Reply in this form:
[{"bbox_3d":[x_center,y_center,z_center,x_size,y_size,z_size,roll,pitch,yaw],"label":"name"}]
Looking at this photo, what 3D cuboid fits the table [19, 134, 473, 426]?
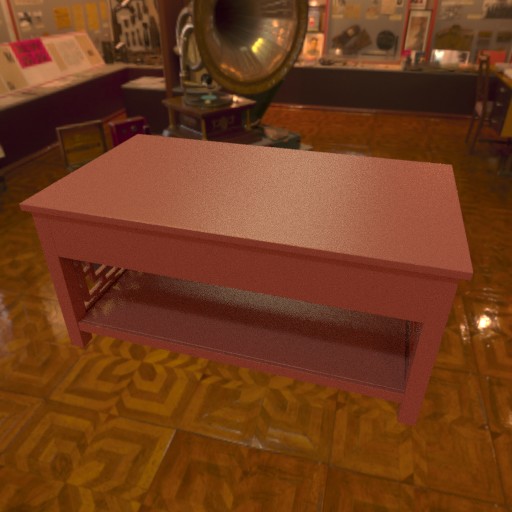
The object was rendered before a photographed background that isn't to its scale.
[{"bbox_3d":[0.000,0.000,1.372,1.068,0.493,0.612,9,34,14],"label":"table"}]
